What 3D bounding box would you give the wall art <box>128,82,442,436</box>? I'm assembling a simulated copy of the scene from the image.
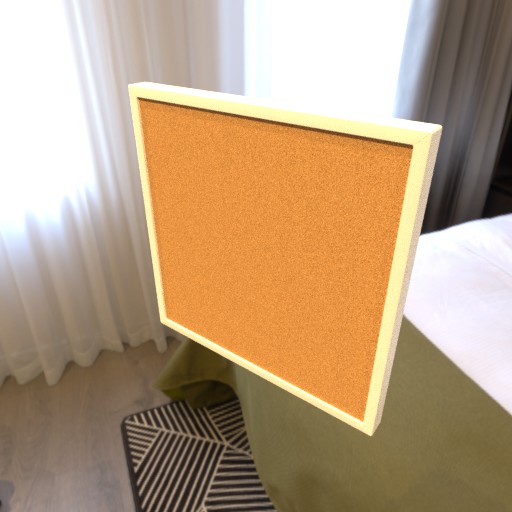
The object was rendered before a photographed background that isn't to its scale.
[{"bbox_3d":[0.000,0.000,0.756,0.508,0.508,0.038,20,36,31],"label":"wall art"}]
